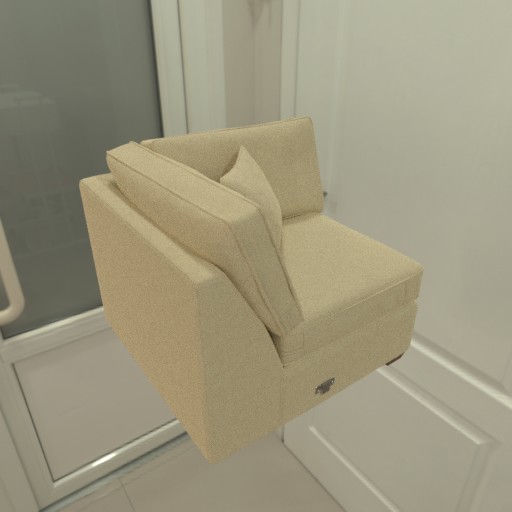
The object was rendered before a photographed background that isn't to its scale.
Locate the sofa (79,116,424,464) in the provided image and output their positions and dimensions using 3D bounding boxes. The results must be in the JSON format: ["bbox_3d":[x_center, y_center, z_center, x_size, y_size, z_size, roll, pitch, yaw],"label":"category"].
[{"bbox_3d":[0.000,0.000,1.988,1.146,1.002,1.084,-19,34,-31],"label":"sofa"}]
